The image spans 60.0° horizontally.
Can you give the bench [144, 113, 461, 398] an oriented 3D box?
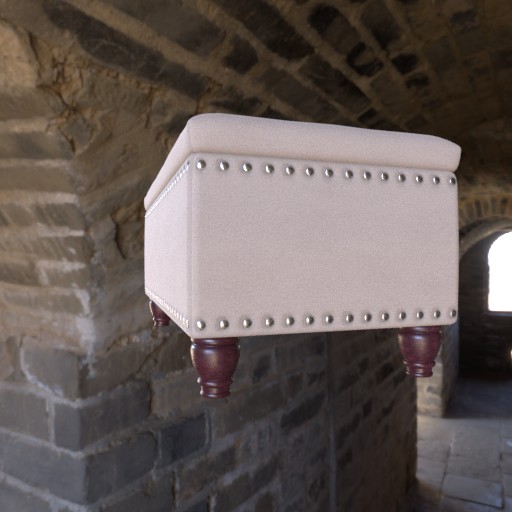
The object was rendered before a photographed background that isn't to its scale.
[{"bbox_3d":[0.000,0.000,1.141,0.500,0.449,0.887,0,0,-18],"label":"bench"}]
